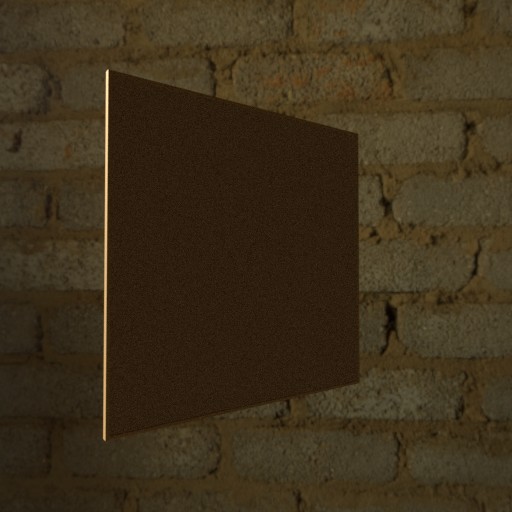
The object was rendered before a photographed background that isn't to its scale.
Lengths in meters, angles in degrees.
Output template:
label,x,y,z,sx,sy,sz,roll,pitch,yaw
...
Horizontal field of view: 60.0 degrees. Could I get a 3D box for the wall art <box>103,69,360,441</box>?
label,x,y,z,sx,sy,sz,roll,pitch,yaw
wall art,0.000,0.000,0.978,0.657,0.655,0.014,1,-2,-36
